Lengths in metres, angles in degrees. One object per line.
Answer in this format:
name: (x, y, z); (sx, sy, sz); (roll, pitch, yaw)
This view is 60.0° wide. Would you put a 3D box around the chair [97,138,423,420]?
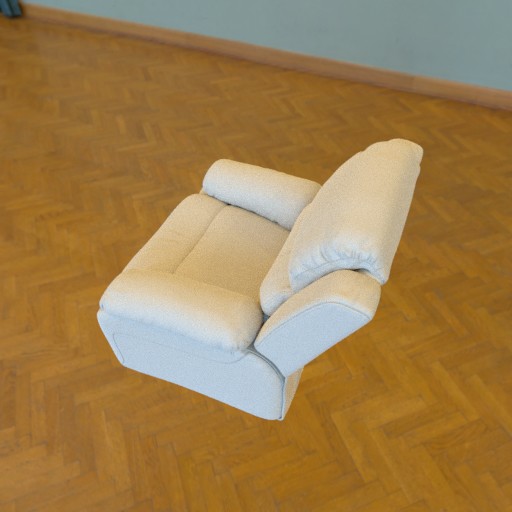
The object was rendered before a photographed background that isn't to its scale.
chair: (0.000, 0.000, 1.248); (0.709, 0.702, 0.680); (17, 49, 16)
